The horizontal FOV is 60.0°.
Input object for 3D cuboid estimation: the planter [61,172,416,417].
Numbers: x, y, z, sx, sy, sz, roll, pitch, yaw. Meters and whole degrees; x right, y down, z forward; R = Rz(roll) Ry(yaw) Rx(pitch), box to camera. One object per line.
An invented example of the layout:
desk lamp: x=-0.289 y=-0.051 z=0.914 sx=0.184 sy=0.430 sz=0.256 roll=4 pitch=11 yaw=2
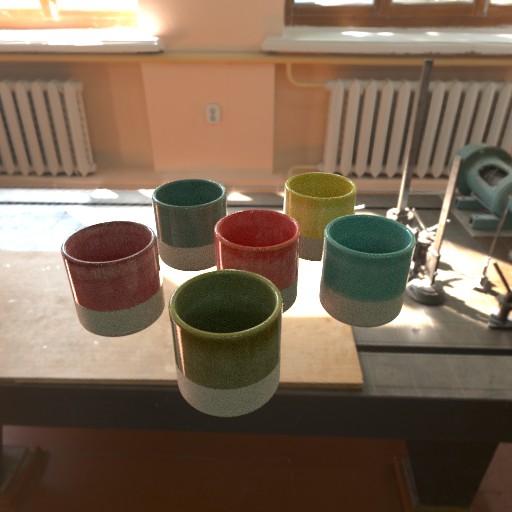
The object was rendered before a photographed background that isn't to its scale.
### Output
planter: x=0.000 y=0.000 z=0.412 sx=0.257 sy=0.075 sz=0.286 roll=21 pitch=37 yaw=31
